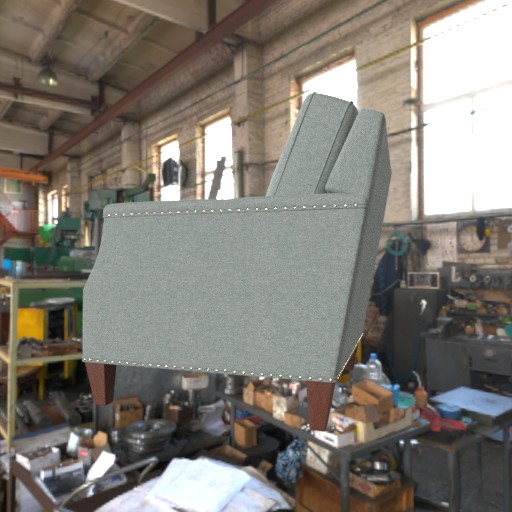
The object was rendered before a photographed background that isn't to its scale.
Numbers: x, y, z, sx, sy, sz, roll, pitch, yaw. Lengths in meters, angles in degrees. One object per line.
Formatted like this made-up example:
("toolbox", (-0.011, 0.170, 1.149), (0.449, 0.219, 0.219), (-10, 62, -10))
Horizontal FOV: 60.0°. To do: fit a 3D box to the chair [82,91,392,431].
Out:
("chair", (0.000, 0.000, 1.782), (1.031, 1.031, 0.885), (0, -1, 18))
